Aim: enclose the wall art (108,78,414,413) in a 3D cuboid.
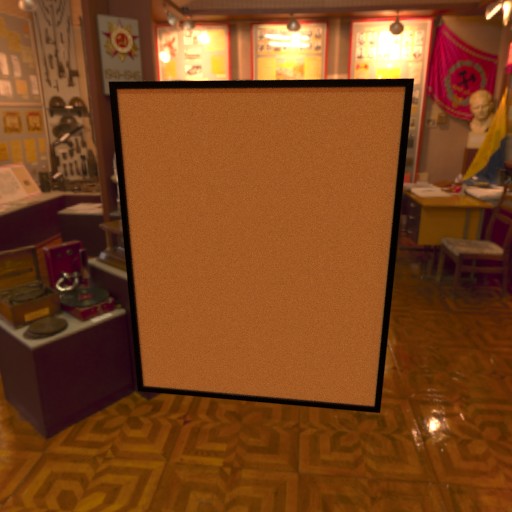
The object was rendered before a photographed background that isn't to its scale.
[{"bbox_3d":[0.000,0.000,0.751,0.451,0.553,0.039,3,18,8],"label":"wall art"}]
